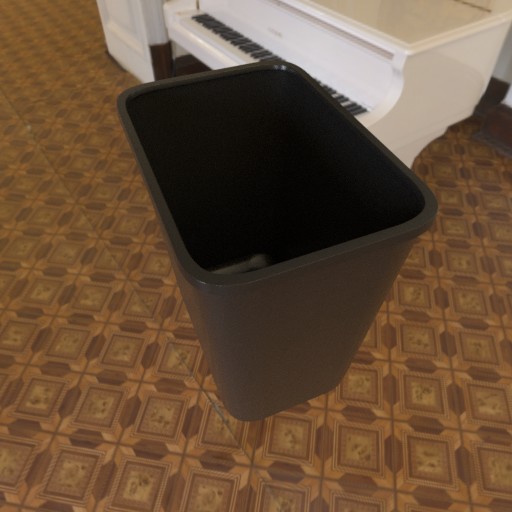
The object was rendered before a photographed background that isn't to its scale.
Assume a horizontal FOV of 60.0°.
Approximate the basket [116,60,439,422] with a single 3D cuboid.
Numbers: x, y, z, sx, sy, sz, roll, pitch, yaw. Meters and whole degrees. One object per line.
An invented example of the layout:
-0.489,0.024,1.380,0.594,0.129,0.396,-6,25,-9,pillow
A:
0.000,0.000,0.514,0.211,0.307,0.300,-17,50,-15,basket
